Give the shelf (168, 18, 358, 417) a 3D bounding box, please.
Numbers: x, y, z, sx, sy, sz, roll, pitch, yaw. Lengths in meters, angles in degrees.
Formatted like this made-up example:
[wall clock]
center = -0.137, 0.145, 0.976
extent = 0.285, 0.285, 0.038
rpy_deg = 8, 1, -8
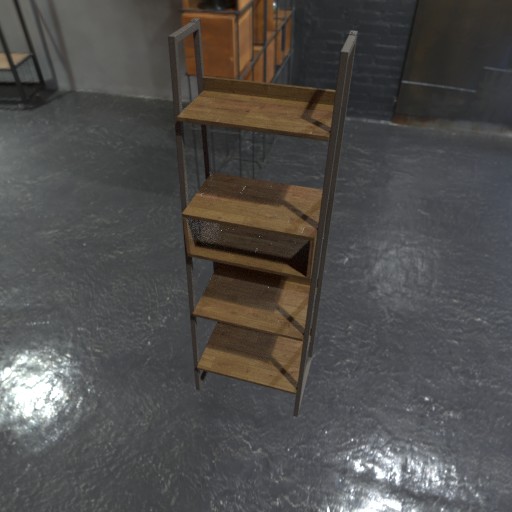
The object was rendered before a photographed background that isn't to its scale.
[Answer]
[shelf]
center = 0.000, 0.000, 2.206
extent = 0.652, 2.005, 0.454
rpy_deg = 11, 42, 12
